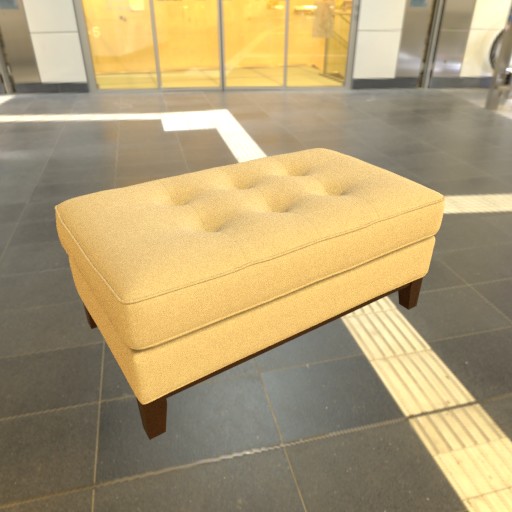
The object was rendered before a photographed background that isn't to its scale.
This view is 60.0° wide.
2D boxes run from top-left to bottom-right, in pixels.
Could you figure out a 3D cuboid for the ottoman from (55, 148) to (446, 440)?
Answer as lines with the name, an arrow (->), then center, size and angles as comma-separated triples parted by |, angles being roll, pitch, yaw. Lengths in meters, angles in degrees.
ottoman -> 0.000, 0.000, 1.539 | 1.143, 0.508, 0.648 | -19, 35, -28
